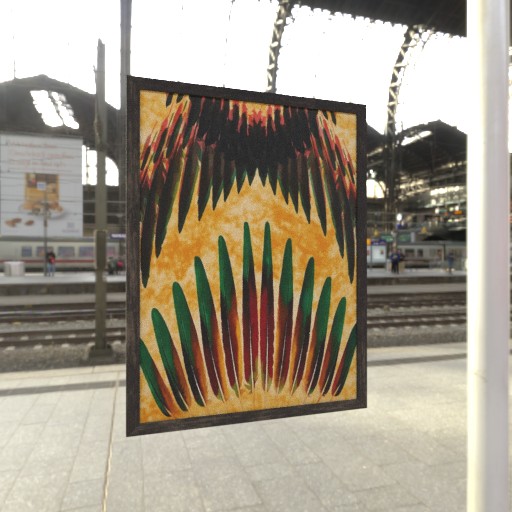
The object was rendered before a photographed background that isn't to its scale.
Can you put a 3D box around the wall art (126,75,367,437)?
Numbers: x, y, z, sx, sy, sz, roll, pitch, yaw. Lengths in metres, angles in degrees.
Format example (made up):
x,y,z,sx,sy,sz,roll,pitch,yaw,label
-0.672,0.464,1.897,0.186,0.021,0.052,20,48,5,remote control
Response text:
x,y,z,sx,sy,sz,roll,pitch,yaw,label
0.000,0.000,1.443,0.812,1.066,0.029,0,0,-18,wall art
